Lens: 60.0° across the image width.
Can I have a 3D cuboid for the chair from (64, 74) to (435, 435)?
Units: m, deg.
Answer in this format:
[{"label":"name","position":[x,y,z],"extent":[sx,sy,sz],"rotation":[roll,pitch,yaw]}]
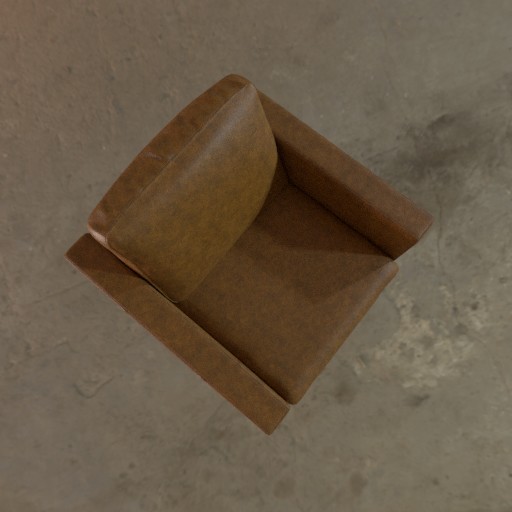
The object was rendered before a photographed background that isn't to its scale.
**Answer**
[{"label":"chair","position":[0.000,0.000,1.660],"extent":[0.909,0.956,0.890],"rotation":[39,79,9]}]
